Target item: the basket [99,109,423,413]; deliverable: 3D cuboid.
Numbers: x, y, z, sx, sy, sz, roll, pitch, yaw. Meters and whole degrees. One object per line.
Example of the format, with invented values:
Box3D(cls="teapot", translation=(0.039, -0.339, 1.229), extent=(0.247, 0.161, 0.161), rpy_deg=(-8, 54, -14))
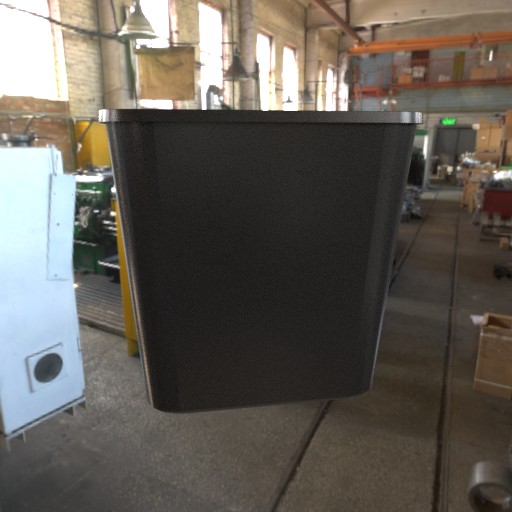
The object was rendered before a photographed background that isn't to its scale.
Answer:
Box3D(cls="basket", translation=(0.000, 0.000, 0.510), extent=(0.300, 0.307, 0.211), rpy_deg=(-2, 15, -9))
